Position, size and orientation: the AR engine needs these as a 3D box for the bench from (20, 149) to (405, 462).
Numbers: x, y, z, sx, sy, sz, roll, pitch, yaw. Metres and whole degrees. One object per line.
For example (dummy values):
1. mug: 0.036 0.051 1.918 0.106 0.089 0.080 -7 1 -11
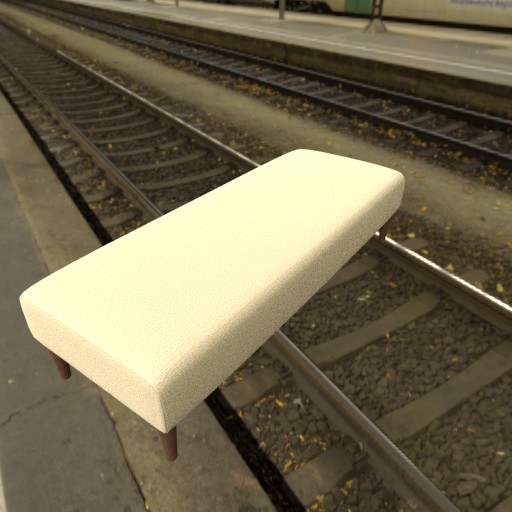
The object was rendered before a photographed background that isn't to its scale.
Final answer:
1. bench: 0.000 0.000 1.804 0.646 0.393 1.609 22 38 30
